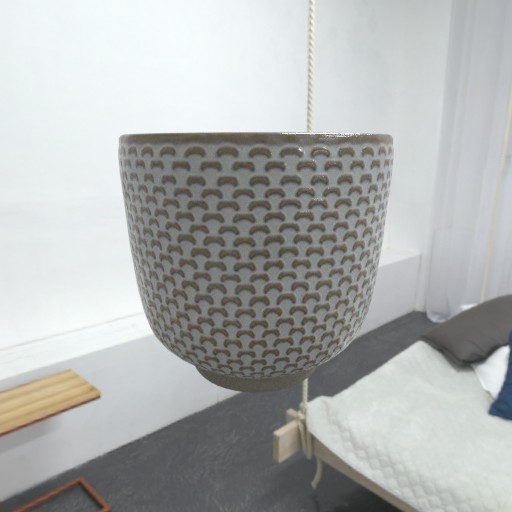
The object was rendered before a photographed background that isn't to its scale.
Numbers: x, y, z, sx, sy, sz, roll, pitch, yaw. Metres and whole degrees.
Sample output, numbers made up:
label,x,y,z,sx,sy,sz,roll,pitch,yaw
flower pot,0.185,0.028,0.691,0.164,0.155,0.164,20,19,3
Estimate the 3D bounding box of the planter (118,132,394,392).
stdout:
label,x,y,z,sx,sy,sz,roll,pitch,yaw
planter,0.000,0.000,0.247,0.139,0.130,0.139,0,14,0
